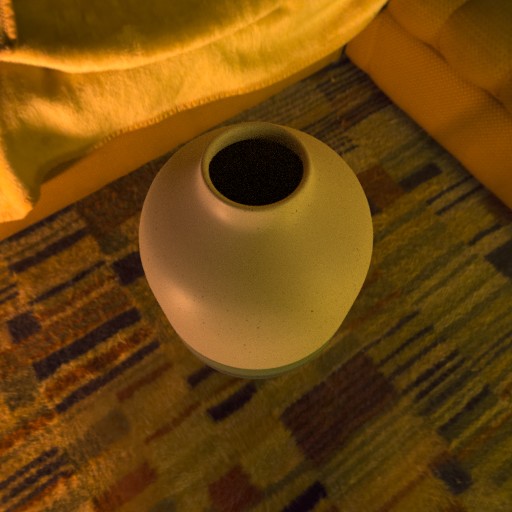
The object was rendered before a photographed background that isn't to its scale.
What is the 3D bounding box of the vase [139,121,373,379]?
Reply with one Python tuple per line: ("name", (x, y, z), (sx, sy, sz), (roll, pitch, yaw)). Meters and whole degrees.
("vase", (0.000, 0.000, 0.358), (0.169, 0.240, 0.169), (0, 64, 0))
